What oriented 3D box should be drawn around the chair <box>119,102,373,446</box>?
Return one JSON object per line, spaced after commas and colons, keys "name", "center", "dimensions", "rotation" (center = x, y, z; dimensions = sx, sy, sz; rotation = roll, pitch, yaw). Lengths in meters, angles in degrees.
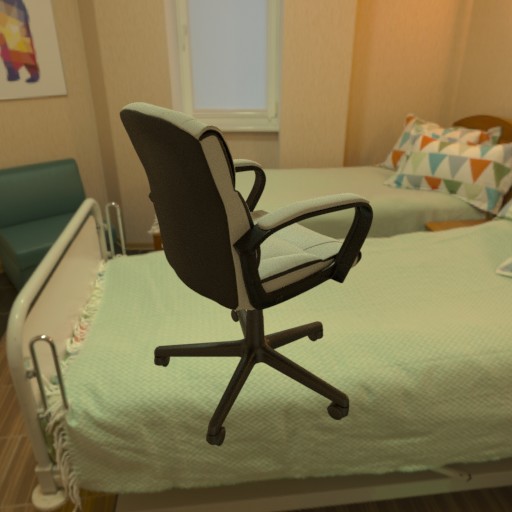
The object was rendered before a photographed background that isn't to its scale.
{"name": "chair", "center": [0.000, 0.000, 1.473], "dimensions": [0.717, 1.004, 0.739], "rotation": [-18, 31, -33]}
